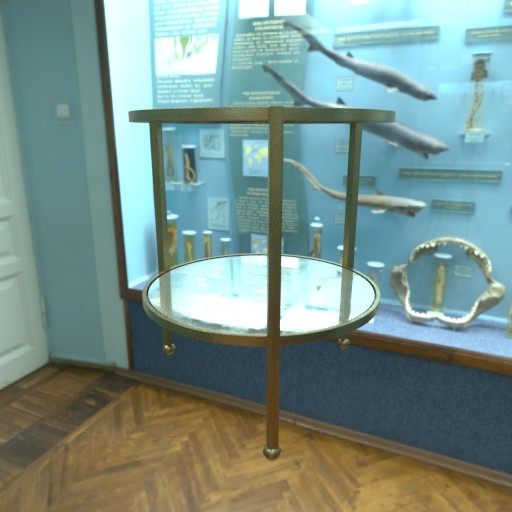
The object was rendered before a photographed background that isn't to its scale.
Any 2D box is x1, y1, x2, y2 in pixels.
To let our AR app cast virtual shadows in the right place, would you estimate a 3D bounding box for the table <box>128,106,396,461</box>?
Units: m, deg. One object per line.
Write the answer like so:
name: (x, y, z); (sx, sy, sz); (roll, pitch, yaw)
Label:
table: (0.000, 0.000, 0.438); (0.243, 0.269, 0.231); (8, 18, 25)
